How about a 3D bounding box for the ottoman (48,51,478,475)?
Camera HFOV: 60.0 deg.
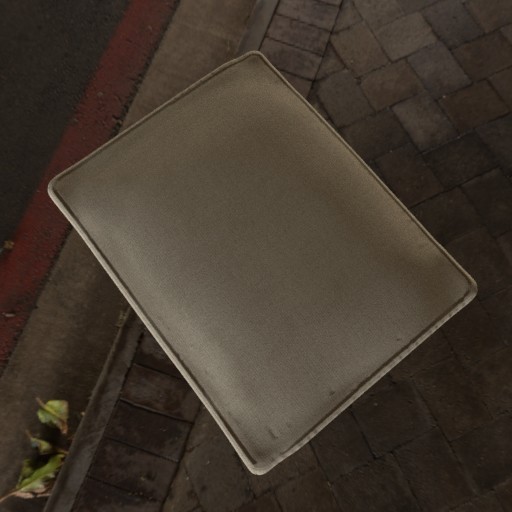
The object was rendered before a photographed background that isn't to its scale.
[{"bbox_3d":[0.000,0.000,1.196,0.650,0.485,0.833,-38,79,-9],"label":"ottoman"}]
